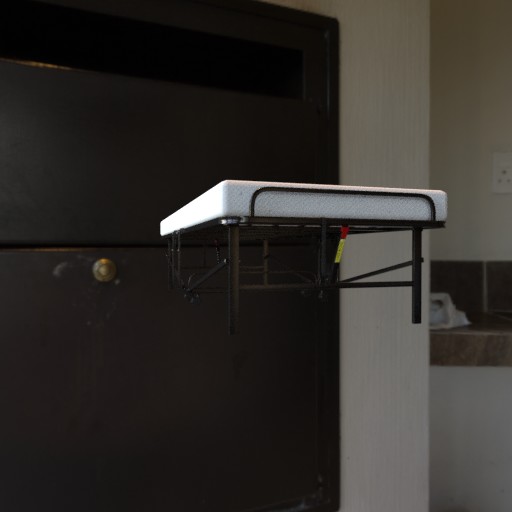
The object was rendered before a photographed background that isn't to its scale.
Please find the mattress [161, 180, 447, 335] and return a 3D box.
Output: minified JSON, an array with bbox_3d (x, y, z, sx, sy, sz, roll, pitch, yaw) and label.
[{"bbox_3d":[0.000,0.000,2.544,0.922,0.519,2.153,0,1,-17],"label":"mattress"}]
